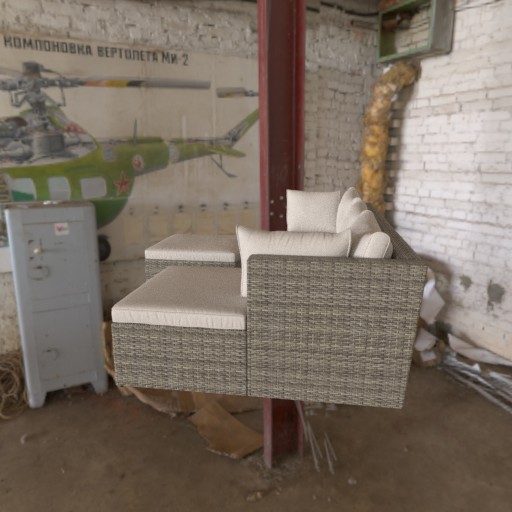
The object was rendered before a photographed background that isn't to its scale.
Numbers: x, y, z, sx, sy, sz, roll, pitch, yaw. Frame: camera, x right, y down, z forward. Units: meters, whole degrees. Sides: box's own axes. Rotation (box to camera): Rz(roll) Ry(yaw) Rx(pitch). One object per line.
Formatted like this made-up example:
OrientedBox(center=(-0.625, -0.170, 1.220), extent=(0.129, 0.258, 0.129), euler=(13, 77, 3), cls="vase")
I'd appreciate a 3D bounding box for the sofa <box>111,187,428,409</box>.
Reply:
OrientedBox(center=(0.000, 0.000, 2.913), extent=(1.662, 0.766, 2.192), euler=(2, 13, 9), cls="sofa")
